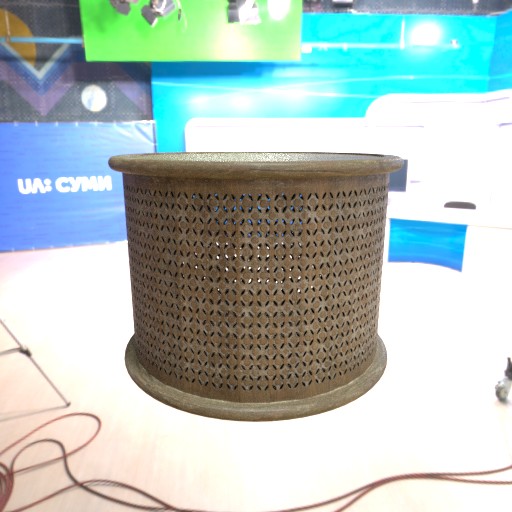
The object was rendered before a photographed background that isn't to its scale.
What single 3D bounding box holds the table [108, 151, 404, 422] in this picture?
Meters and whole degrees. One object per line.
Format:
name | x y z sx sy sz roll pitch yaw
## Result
table | 0.000 0.000 1.009 0.607 0.450 0.607 0 15 0
